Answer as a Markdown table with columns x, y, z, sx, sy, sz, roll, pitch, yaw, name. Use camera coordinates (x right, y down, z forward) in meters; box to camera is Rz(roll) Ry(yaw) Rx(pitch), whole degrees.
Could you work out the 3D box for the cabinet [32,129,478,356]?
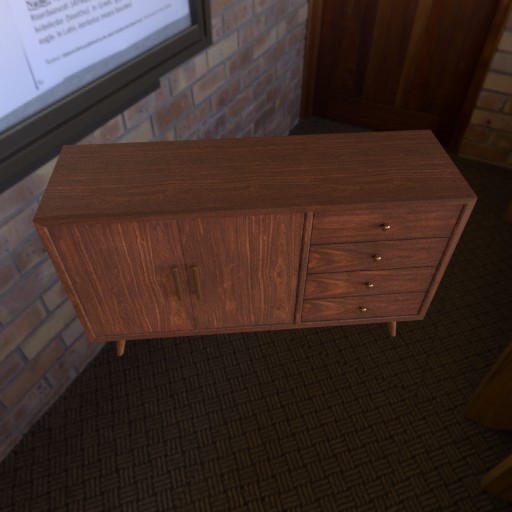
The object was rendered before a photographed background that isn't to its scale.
| x | y | z | sx | sy | sz | roll | pitch | yaw | name |
| --- | --- | --- | --- | --- | --- | --- | --- | --- | --- |
| 0.000 | 0.000 | 2.058 | 1.575 | 0.940 | 0.505 | -3 | 46 | -3 | cabinet |
